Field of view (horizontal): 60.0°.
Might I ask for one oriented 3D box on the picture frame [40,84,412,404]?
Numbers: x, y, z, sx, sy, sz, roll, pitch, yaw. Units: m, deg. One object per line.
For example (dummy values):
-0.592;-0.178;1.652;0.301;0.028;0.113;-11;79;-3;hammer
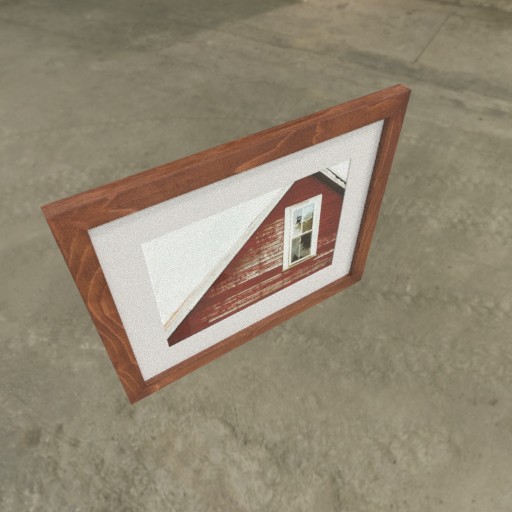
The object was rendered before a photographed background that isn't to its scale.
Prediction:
0.000;0.000;0.760;0.559;0.457;0.025;-25;51;-22;picture frame
